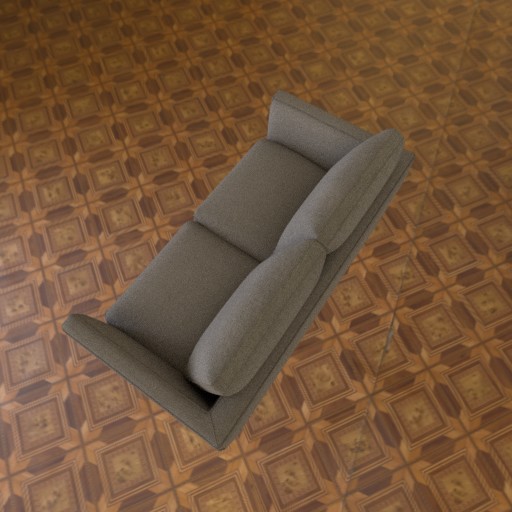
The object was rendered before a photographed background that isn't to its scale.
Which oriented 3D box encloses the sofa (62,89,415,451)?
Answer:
[{"bbox_3d":[0.000,0.000,2.135,0.803,0.924,1.594,31,67,15],"label":"sofa"}]
